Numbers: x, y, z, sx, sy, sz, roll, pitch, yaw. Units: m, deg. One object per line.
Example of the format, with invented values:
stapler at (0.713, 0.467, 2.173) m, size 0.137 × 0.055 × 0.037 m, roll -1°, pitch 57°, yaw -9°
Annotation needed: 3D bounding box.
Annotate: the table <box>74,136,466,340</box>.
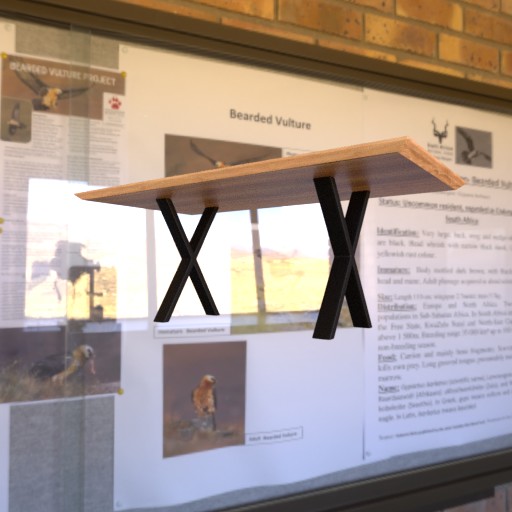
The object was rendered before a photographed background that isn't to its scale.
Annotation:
table at (0.000, 0.000, 2.497) m, size 2.000 × 0.770 × 1.000 m, roll -1°, pitch -2°, yaw 36°
